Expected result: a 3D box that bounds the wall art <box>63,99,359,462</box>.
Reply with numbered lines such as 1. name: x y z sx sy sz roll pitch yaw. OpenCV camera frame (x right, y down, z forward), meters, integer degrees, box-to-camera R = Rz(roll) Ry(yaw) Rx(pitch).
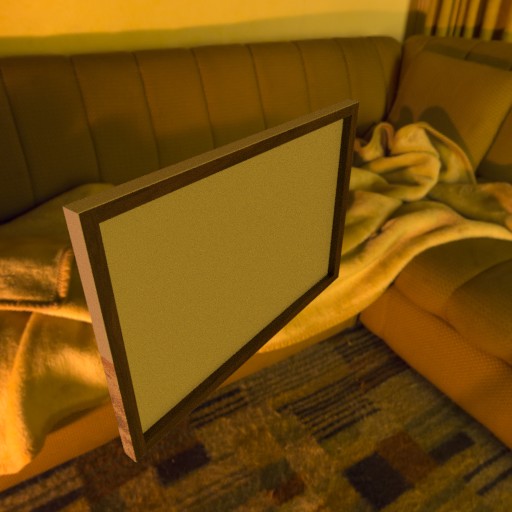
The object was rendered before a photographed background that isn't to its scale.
1. wall art: 0.000 0.000 1.413 0.051 0.761 1.138 22 38 31
